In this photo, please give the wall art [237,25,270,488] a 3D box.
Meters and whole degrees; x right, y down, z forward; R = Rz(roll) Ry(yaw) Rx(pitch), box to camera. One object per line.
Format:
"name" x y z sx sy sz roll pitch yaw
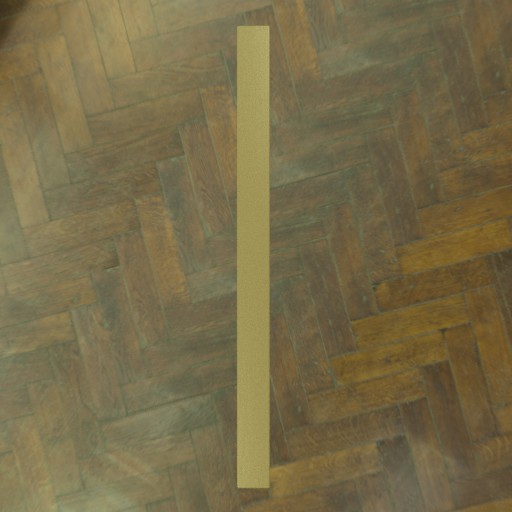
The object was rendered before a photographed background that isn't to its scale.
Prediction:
"wall art" 0.000 0.000 0.741 0.036 0.509 0.509 0 90 1
